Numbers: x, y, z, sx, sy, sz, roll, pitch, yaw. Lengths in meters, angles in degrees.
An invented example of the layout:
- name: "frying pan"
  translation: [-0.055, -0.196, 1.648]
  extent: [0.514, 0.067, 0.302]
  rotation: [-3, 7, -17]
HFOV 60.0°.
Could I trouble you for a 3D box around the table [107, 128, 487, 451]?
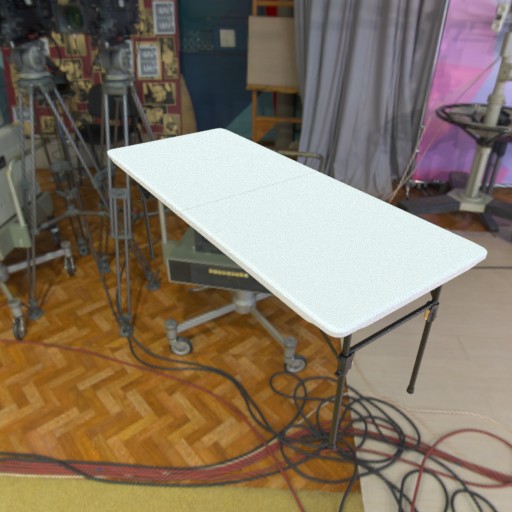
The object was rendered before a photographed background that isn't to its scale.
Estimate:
- name: "table"
  translation: [0.000, 0.000, 2.202]
  extent: [0.761, 0.719, 1.829]
  rotation: [-21, 38, -29]
